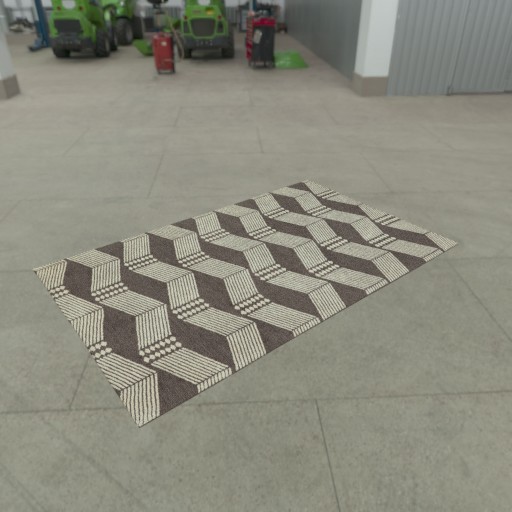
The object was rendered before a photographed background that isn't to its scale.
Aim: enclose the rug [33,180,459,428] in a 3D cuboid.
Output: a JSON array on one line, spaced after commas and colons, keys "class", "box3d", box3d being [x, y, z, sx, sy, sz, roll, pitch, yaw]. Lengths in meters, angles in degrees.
[{"class": "rug", "box3d": [0.000, 0.000, 2.968, 2.435, 0.011, 1.517, -23, 38, -32]}]
